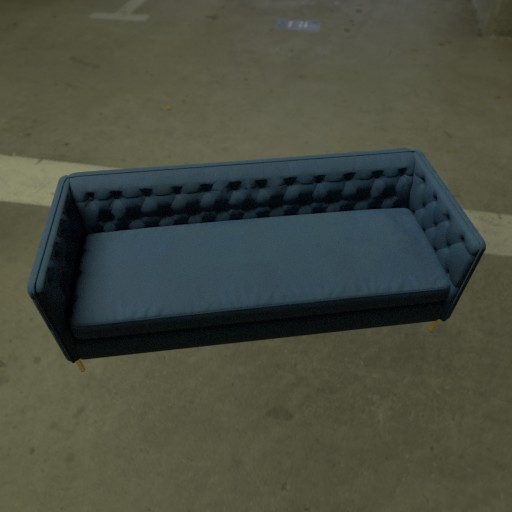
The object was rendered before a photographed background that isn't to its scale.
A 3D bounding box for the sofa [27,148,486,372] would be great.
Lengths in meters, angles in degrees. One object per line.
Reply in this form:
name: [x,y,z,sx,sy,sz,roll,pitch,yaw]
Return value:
sofa: [0.000,0.000,2.609,2.209,0.771,0.895,-5,46,-5]
